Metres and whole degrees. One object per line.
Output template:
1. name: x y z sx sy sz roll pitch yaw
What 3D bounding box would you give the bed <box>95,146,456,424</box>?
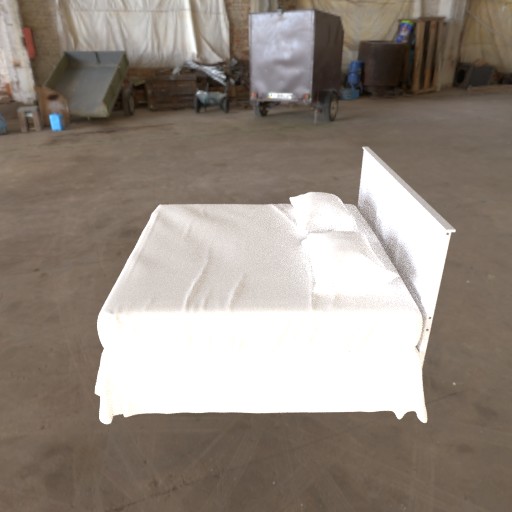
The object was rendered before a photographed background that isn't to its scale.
1. bed: 0.000 0.000 3.540 2.215 1.273 2.317 0 26 -1
